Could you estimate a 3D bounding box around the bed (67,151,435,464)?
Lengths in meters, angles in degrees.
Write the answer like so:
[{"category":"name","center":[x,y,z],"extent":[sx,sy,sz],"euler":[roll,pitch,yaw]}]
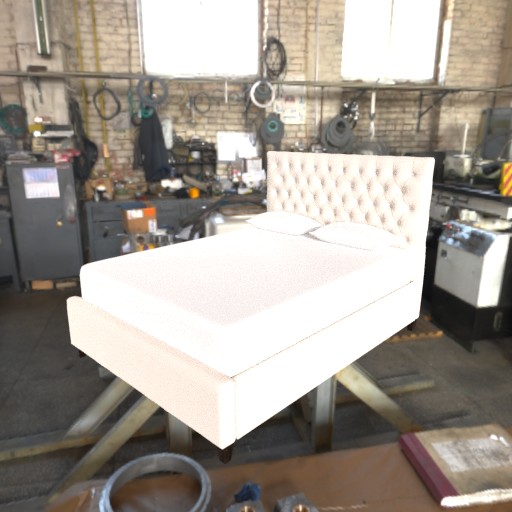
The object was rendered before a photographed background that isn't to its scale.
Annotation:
[{"category":"bed","center":[0.000,0.000,3.337],"extent":[1.696,1.426,2.233],"euler":[14,21,41]}]
